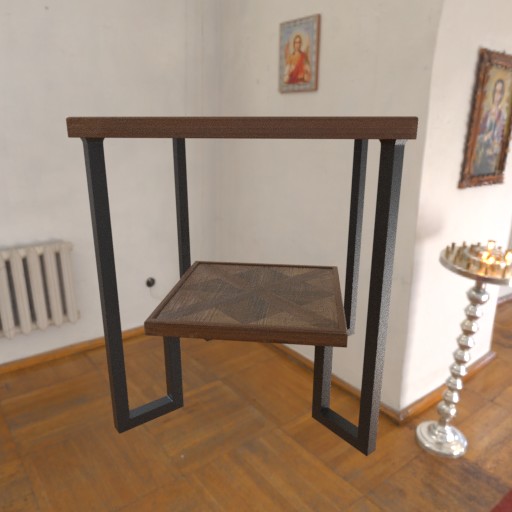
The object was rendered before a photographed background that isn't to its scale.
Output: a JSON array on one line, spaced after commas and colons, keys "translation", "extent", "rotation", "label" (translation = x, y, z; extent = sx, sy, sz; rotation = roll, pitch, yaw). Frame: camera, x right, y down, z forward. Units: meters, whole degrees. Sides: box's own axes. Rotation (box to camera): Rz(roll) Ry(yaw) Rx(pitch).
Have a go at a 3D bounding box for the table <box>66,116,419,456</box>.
[{"translation": [0.000, 0.000, 0.943], "extent": [0.503, 0.563, 0.503], "rotation": [2, 17, 7], "label": "table"}]
